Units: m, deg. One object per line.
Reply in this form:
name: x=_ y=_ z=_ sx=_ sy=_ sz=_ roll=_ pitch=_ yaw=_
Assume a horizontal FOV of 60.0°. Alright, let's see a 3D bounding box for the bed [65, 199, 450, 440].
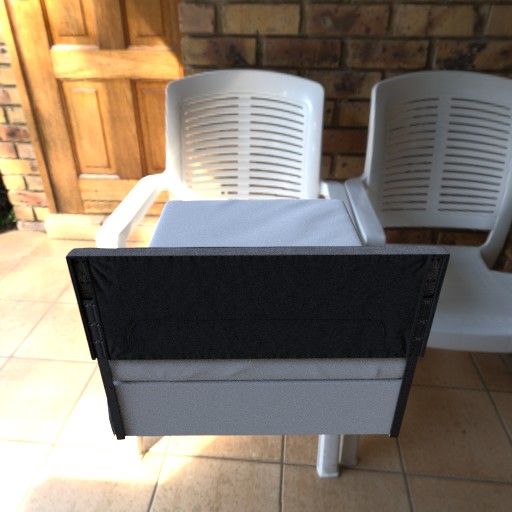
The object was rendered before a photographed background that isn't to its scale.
bed: x=0.000 y=0.000 z=2.949 sx=1.621 sy=1.168 sz=1.958 roll=0 pitch=31 yaw=-1
